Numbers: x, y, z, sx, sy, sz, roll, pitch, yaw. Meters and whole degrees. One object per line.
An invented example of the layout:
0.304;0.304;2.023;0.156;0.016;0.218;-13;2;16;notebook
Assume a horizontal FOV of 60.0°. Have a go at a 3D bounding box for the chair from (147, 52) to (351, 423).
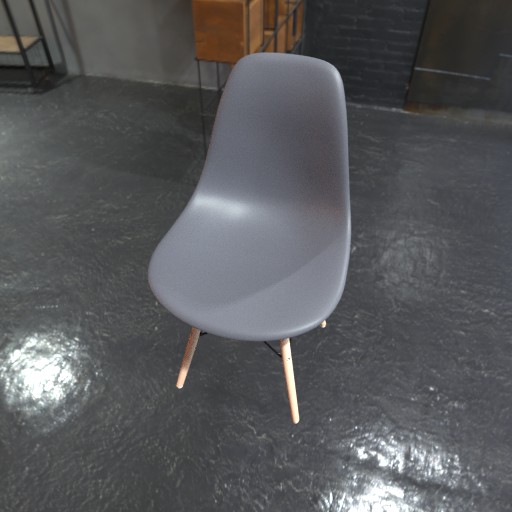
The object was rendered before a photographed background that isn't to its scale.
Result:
0.000;0.000;1.137;0.470;0.826;0.533;12;44;13;chair
